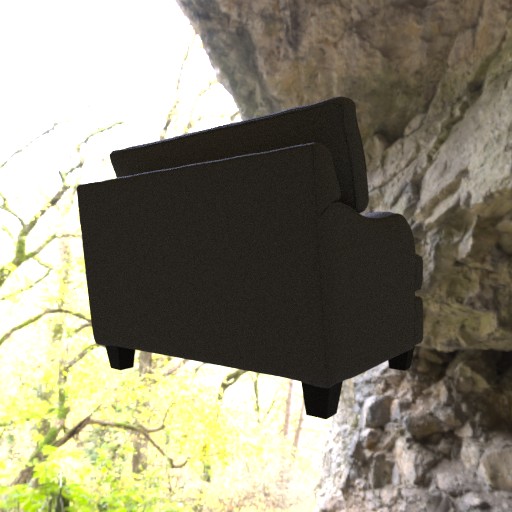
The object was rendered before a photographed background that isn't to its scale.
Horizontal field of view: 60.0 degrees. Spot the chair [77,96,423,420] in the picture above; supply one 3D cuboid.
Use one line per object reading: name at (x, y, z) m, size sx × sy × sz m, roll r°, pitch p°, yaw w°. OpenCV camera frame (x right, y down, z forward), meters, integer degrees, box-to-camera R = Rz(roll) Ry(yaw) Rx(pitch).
chair at (0.000, 0.000, 1.984) m, size 1.220 × 1.016 × 1.040 m, roll 0°, pitch -1°, yaw 37°
